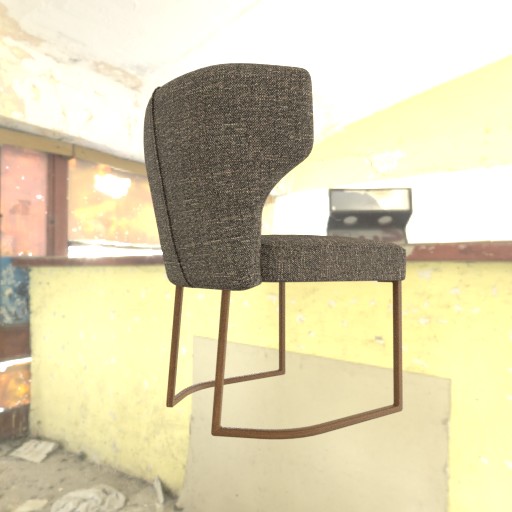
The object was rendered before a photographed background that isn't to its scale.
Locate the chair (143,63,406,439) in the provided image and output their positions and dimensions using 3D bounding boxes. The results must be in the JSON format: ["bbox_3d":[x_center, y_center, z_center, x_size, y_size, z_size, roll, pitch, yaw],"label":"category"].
[{"bbox_3d":[0.000,0.000,1.230,0.617,0.824,0.611,1,-2,-35],"label":"chair"}]
